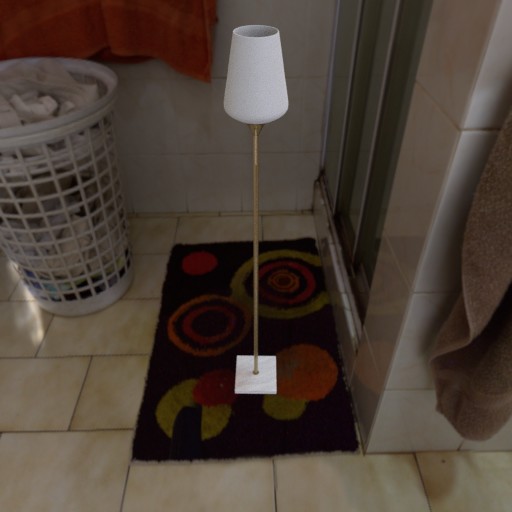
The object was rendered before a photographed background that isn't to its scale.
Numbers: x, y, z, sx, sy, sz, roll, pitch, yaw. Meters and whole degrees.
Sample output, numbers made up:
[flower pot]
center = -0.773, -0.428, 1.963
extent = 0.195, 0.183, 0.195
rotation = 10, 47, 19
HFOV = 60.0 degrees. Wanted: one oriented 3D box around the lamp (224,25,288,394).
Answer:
[lamp]
center = 0.000, 0.000, 1.945
extent = 0.229, 1.813, 0.232
rotation = 1, 41, 1
